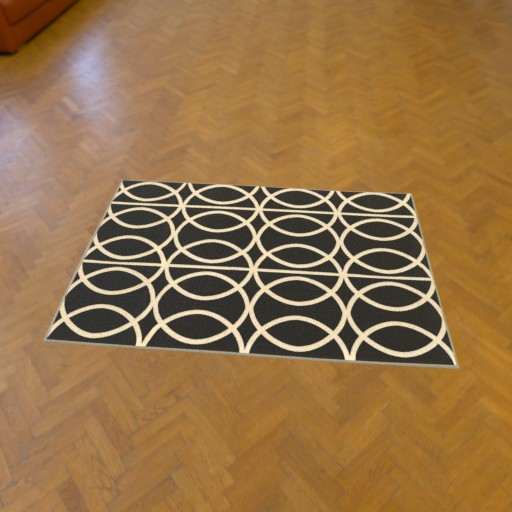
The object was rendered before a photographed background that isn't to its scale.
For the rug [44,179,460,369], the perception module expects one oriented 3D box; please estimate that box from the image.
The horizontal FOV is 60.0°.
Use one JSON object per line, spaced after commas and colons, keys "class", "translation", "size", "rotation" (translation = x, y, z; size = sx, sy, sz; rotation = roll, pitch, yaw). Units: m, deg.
{"class": "rug", "translation": [0.000, 0.000, 2.946], "size": [2.294, 0.014, 1.528], "rotation": [3, 46, 3]}
